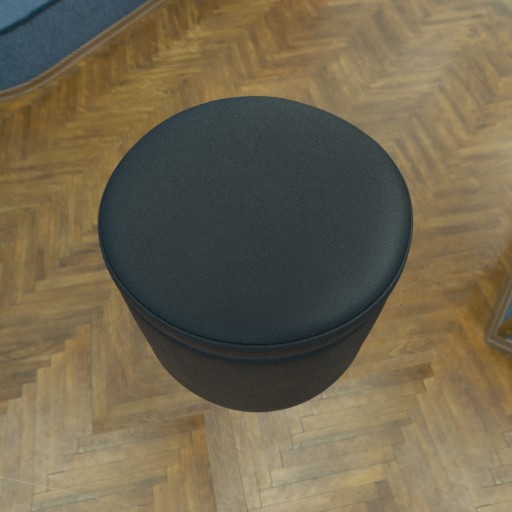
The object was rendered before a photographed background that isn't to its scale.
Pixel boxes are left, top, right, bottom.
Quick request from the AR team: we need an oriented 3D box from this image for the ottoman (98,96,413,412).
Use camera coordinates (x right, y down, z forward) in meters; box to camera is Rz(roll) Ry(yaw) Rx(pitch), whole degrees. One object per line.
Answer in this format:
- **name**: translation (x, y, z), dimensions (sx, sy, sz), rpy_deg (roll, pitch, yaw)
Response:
- **ottoman**: translation (0.000, 0.000, 0.851), dimensions (0.501, 0.409, 0.501), rpy_deg (0, 58, 0)
